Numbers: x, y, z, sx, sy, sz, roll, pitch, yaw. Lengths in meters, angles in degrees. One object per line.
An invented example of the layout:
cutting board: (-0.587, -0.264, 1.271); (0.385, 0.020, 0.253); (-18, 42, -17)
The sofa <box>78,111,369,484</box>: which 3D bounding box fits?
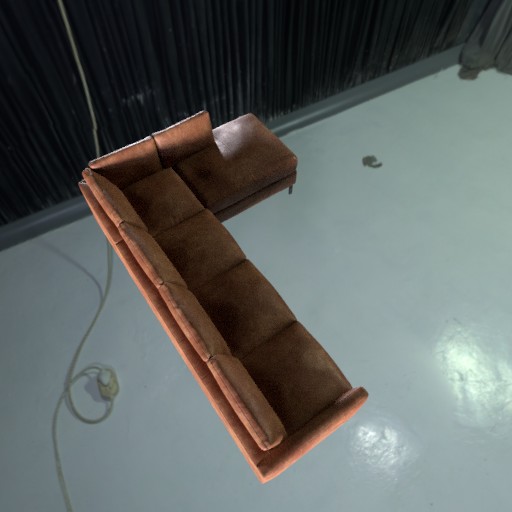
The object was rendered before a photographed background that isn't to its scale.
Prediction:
sofa: (0.000, 0.000, 3.862); (1.938, 0.877, 2.984); (-31, 63, -18)
